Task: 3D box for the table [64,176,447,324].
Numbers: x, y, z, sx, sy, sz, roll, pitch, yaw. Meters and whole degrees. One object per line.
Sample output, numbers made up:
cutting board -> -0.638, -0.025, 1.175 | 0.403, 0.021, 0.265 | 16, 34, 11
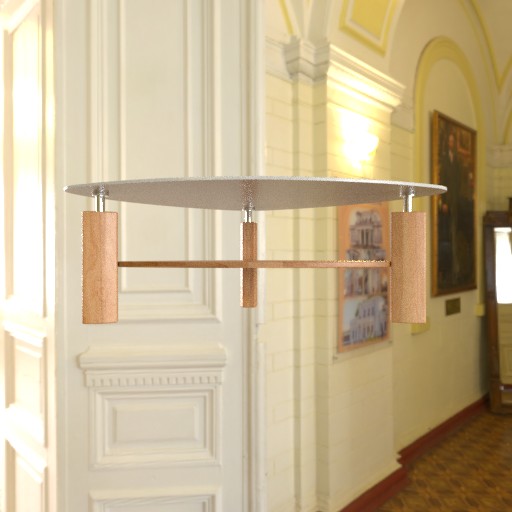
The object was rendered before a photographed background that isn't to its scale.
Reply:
table -> 0.000, 0.000, 1.642 | 1.250, 0.440, 0.850 | 0, 0, 0
